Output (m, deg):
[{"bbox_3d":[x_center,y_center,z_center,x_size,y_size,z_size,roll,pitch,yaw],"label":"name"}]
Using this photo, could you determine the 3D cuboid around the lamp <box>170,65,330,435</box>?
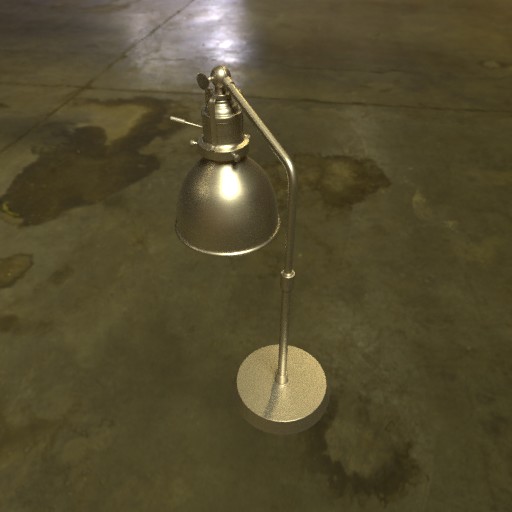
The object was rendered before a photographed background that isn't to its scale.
[{"bbox_3d":[0.000,0.000,0.594,0.153,0.456,0.286,-25,46,-27],"label":"lamp"}]
